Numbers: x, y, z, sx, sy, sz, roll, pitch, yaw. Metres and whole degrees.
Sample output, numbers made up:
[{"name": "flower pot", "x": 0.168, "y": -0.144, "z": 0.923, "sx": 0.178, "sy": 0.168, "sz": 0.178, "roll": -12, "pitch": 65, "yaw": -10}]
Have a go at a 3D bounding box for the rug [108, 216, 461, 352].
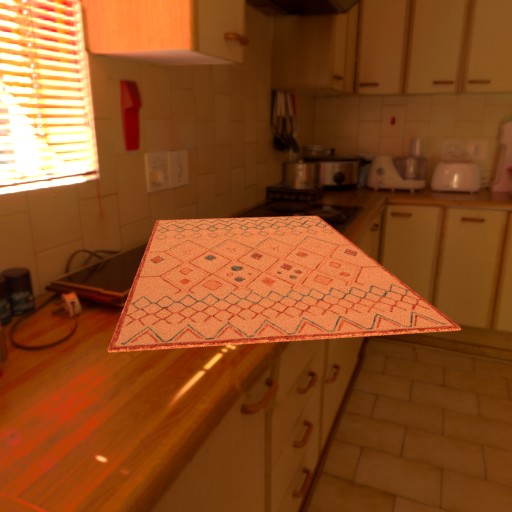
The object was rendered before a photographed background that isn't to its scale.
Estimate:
[{"name": "rug", "x": 0.000, "y": 0.000, "z": 3.030, "sx": 1.524, "sy": 0.015, "sz": 2.438, "roll": -2, "pitch": 17, "yaw": -7}]
